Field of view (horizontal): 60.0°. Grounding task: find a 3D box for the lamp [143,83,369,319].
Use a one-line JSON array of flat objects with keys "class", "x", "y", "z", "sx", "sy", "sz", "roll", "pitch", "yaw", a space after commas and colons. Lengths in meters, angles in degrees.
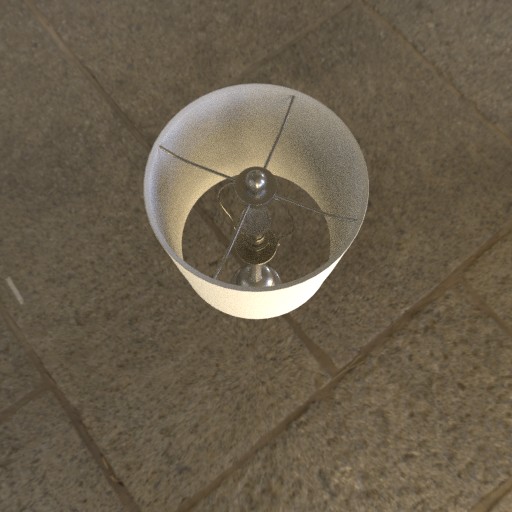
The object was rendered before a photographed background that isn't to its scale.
[{"class": "lamp", "x": 0.000, "y": 0.000, "z": 0.819, "sx": 0.254, "sy": 0.690, "sz": 0.254, "roll": 21, "pitch": 76, "yaw": 5}]
